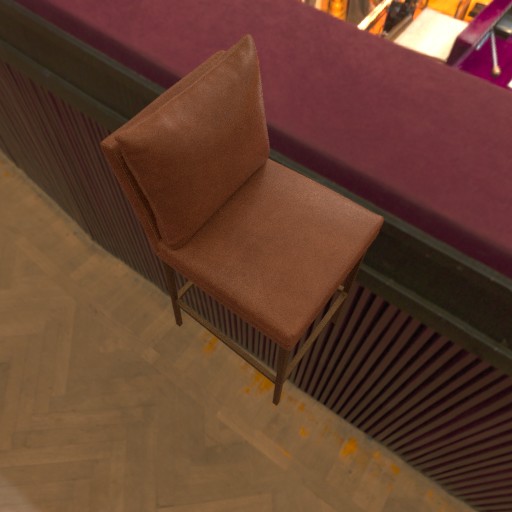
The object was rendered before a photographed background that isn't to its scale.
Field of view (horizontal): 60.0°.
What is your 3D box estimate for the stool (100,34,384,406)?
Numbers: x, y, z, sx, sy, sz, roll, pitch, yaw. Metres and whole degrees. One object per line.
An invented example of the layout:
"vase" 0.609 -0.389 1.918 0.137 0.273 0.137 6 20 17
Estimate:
"stool" 0.000 0.000 1.405 0.571 1.124 0.463 33 65 18
